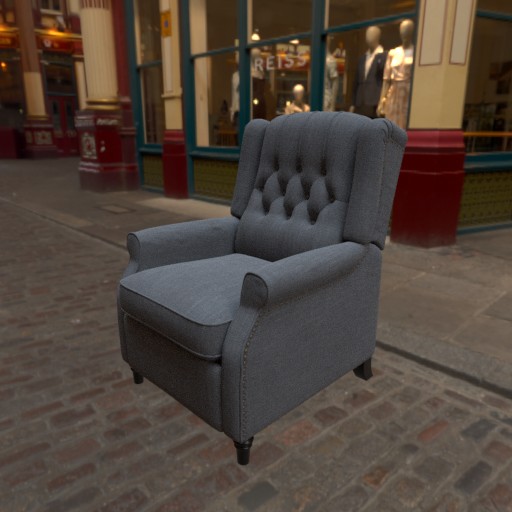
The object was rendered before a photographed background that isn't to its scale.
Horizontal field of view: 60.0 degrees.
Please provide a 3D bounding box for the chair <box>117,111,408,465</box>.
[{"bbox_3d":[0.000,0.000,1.648,0.898,1.035,0.742,-16,23,-42],"label":"chair"}]
